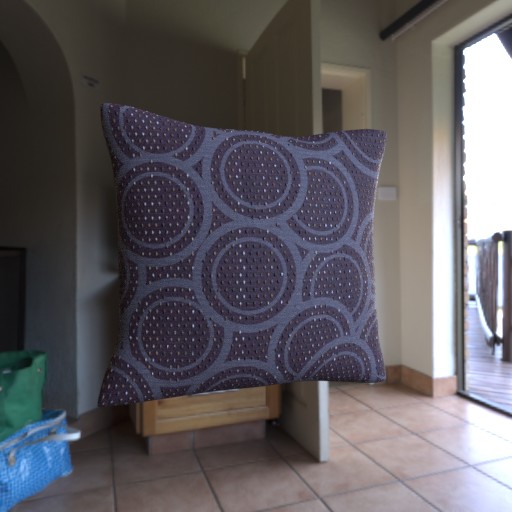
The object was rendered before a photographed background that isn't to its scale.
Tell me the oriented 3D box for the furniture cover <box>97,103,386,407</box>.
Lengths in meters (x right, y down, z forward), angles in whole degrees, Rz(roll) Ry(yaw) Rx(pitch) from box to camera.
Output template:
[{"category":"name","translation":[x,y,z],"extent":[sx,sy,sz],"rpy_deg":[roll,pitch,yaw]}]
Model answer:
[{"category":"furniture cover","translation":[0.000,0.000,0.819],"extent":[0.552,0.509,0.193],"rpy_deg":[0,0,-18]}]
